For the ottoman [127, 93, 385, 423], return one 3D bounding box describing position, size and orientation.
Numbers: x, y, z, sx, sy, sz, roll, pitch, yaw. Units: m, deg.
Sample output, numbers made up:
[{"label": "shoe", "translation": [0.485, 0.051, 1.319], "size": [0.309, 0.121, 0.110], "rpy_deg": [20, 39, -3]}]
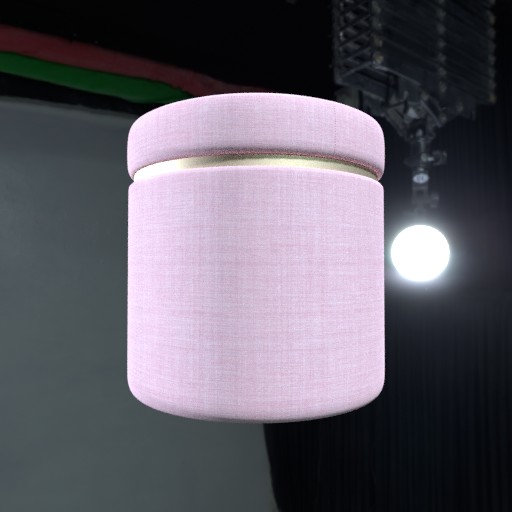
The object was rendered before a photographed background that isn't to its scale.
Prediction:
[{"label": "ottoman", "translation": [0.000, 0.000, 0.715], "size": [0.400, 0.406, 0.400], "rpy_deg": [0, -1, 0]}]
